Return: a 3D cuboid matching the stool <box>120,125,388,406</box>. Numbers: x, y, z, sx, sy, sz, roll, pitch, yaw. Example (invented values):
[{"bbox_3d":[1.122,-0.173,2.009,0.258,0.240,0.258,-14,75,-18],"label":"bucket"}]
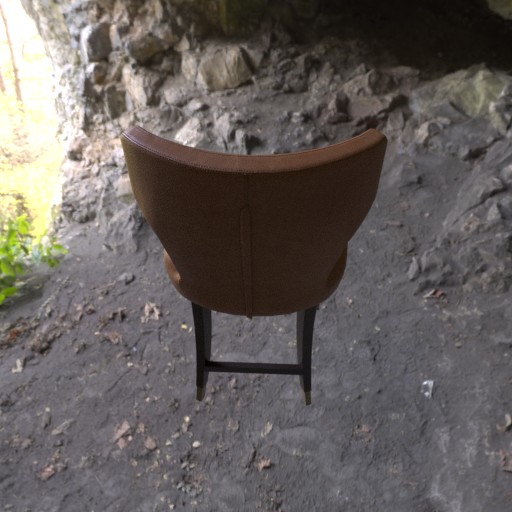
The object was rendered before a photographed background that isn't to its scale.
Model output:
[{"bbox_3d":[0.000,0.000,1.287,0.526,0.982,0.563,2,45,2],"label":"stool"}]
